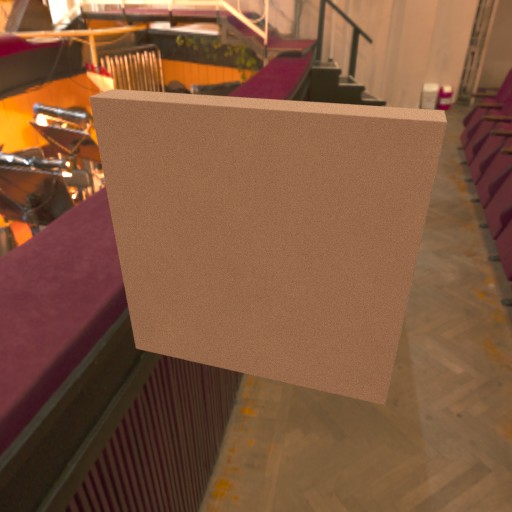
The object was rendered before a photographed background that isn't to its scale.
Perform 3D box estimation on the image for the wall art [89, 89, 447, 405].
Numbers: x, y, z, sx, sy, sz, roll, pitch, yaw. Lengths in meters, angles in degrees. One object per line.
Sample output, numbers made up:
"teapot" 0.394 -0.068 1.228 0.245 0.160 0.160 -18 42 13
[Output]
"wall art" 0.000 0.000 0.457 0.305 0.305 0.038 9 32 14
